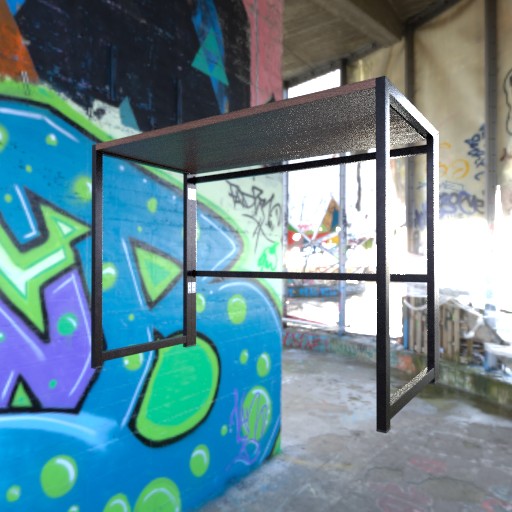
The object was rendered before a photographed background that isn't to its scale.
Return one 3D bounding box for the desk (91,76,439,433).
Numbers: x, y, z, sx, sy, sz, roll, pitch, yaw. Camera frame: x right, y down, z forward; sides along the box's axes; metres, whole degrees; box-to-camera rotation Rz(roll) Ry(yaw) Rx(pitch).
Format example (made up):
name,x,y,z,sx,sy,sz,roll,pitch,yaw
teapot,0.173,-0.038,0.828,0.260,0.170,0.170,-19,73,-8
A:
name,x,y,z,sx,sy,sz,roll,pitch,yaw
desk,0.000,0.000,1.435,1.016,0.762,0.508,0,-1,34
